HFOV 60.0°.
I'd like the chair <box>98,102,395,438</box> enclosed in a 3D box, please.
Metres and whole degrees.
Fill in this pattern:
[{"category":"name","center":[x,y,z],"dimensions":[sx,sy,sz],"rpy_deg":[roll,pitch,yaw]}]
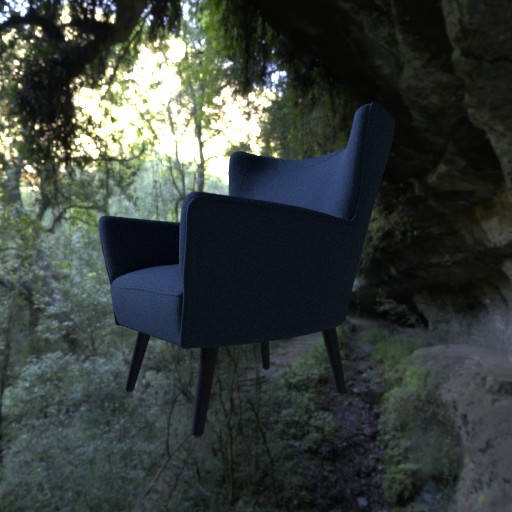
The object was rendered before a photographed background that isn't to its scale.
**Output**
[{"category":"chair","center":[0.000,0.000,1.550],"dimensions":[0.888,0.933,0.781],"rpy_deg":[1,-1,-36]}]
